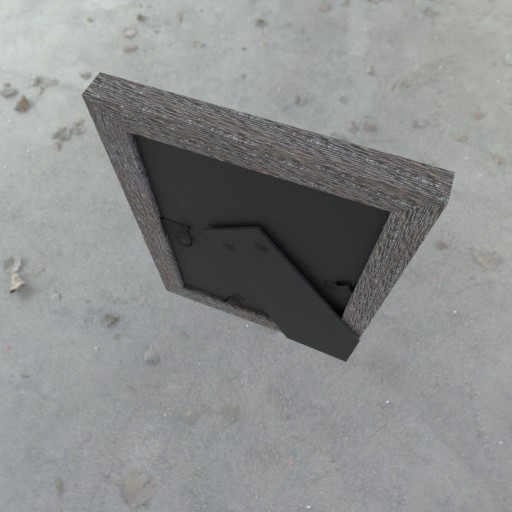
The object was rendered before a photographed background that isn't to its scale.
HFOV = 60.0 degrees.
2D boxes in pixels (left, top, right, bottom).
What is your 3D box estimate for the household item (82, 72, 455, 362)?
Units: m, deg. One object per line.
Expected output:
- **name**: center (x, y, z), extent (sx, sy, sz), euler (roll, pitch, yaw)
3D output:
- **household item**: center (0.000, 0.000, 0.276), extent (0.160, 0.210, 0.020), euler (19, 63, 10)
